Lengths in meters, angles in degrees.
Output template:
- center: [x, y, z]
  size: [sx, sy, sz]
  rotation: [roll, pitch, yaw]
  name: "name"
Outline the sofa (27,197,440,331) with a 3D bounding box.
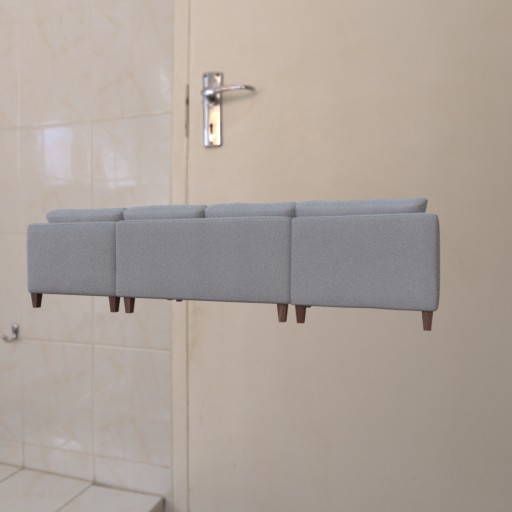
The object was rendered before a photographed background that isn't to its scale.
- center: [0.000, 0.000, 4.363]
  size: [3.238, 0.853, 2.551]
  rotation: [0, 1, 19]
  name: "sofa"
